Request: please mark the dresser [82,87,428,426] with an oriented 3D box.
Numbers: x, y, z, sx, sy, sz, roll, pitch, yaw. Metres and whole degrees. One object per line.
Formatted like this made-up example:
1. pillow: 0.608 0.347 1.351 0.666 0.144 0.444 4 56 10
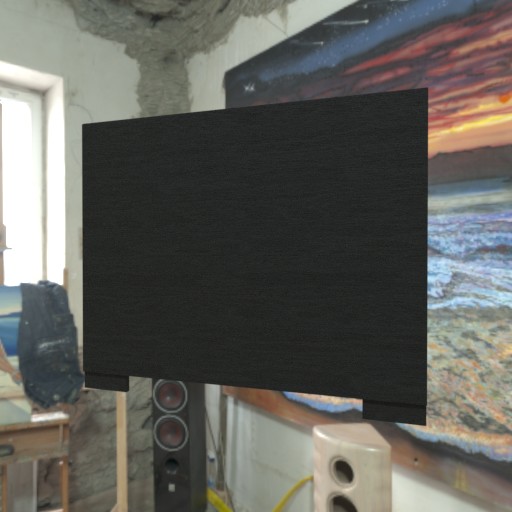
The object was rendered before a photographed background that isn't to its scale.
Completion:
1. dresser: 0.000 0.000 1.406 0.994 0.816 0.404 0 1 18
